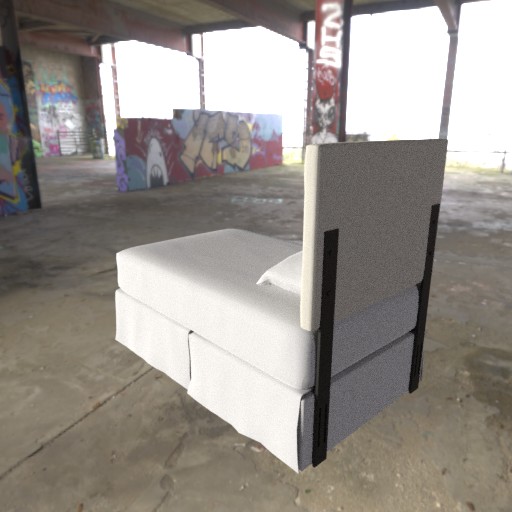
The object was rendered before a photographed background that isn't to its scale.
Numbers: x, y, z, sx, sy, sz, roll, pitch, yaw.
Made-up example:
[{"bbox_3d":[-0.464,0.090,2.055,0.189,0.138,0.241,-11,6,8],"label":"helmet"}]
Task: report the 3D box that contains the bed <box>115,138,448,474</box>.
[{"bbox_3d":[0.000,0.000,3.018,1.261,1.571,1.997,-15,22,-40],"label":"bed"}]
